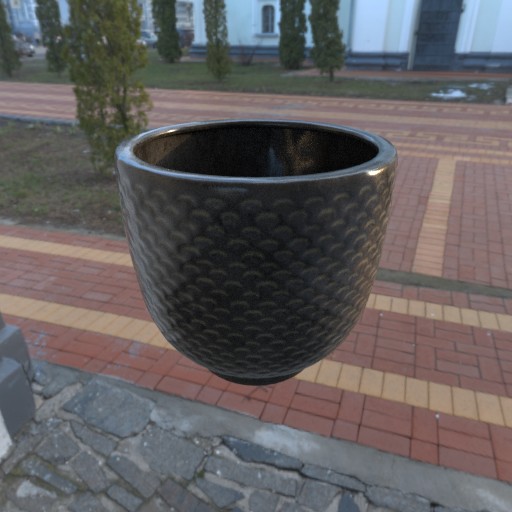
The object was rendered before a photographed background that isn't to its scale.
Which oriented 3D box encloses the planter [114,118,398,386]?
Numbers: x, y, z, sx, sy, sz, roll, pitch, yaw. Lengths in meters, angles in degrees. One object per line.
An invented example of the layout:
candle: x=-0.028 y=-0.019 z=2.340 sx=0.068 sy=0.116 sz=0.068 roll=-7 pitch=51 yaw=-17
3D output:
planter: x=0.000 y=0.000 z=0.312 sx=0.172 sy=0.160 sz=0.172 roll=0 pitch=27 yaw=0
